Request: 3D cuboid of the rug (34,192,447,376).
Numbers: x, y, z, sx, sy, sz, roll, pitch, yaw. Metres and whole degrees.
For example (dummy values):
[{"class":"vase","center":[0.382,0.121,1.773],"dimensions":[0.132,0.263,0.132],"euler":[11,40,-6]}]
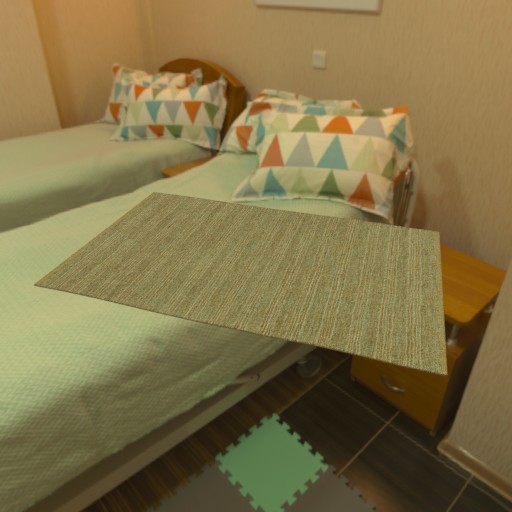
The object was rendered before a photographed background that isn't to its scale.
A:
[{"class":"rug","center":[0.000,0.000,3.087],"dimensions":[2.448,0.012,1.540],"euler":[10,33,15]}]
